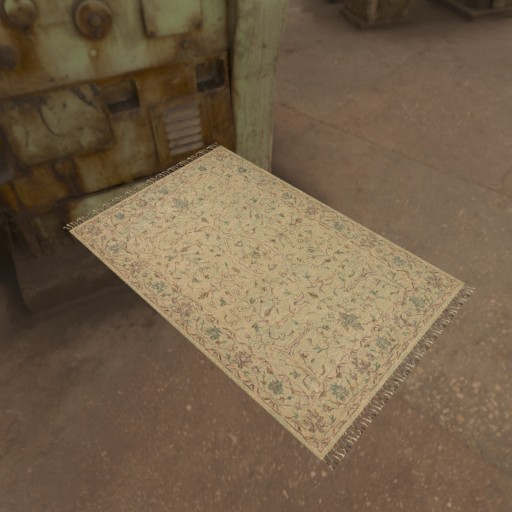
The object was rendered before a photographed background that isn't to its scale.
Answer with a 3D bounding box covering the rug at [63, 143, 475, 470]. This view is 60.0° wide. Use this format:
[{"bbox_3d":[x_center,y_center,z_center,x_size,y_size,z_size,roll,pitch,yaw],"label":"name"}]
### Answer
[{"bbox_3d":[0.000,0.000,3.034,2.435,0.010,1.544,35,56,28],"label":"rug"}]
